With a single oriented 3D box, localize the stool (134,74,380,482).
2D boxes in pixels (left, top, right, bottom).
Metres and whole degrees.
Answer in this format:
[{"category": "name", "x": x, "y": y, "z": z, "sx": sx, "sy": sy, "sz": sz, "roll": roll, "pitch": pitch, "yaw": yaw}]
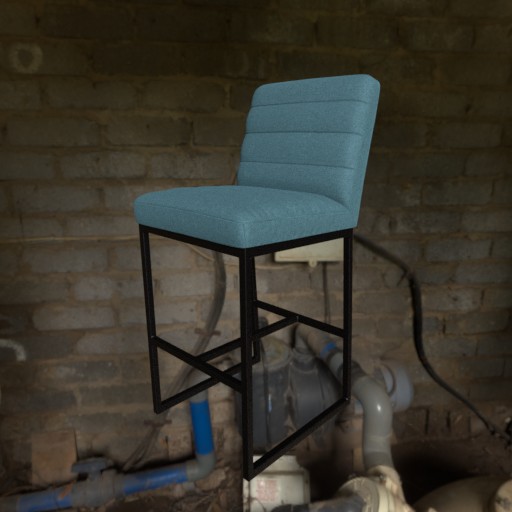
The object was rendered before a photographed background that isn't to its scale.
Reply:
[{"category": "stool", "x": 0.000, "y": 0.000, "z": 1.342, "sx": 0.460, "sy": 1.040, "sz": 0.560, "roll": 14, "pitch": 21, "yaw": 42}]
